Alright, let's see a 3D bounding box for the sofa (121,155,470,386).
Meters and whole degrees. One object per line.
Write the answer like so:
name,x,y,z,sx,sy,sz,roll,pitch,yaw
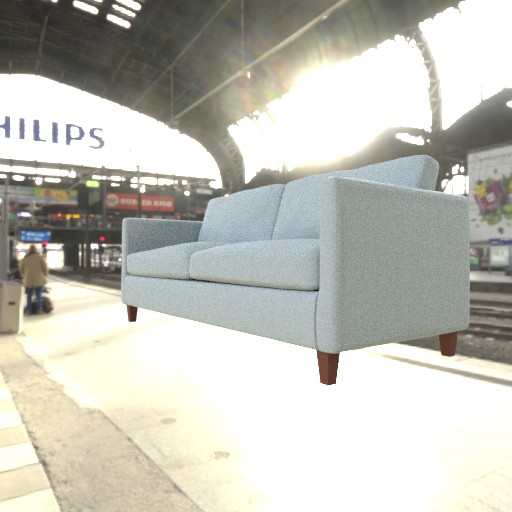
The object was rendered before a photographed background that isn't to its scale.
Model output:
sofa,0.000,0.000,2.709,0.951,0.965,2.208,0,0,-36
